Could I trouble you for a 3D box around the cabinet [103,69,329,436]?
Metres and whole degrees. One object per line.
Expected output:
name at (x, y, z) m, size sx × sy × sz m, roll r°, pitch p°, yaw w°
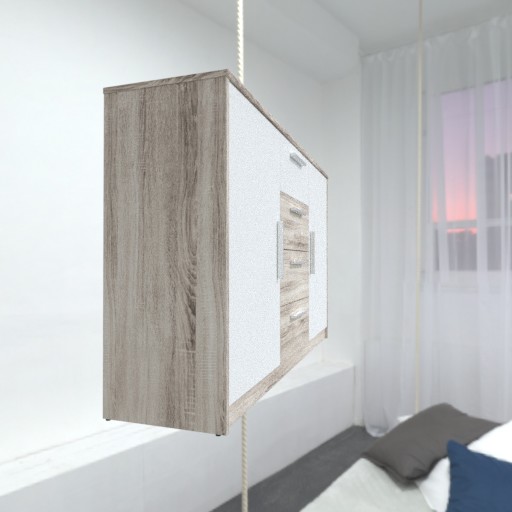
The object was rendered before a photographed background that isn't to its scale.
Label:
cabinet at (0.000, 0.000, 1.821) m, size 0.380 × 0.900 × 1.450 m, roll 0°, pitch -1°, yaw 19°
